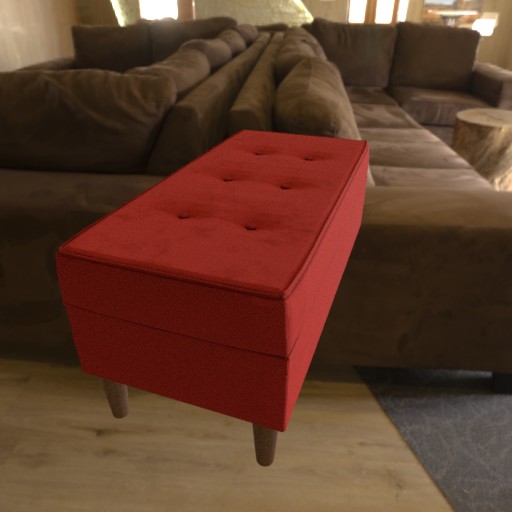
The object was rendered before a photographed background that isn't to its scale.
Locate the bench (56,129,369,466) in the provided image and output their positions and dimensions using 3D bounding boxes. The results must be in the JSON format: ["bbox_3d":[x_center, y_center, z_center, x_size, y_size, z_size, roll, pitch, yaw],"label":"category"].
[{"bbox_3d":[0.000,0.000,1.293,0.492,0.471,1.016,10,31,17],"label":"bench"}]
